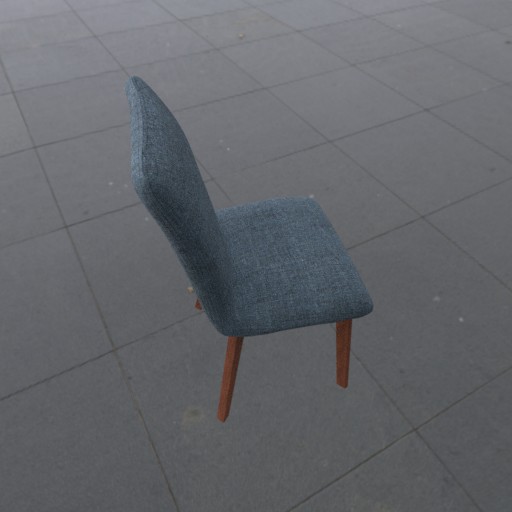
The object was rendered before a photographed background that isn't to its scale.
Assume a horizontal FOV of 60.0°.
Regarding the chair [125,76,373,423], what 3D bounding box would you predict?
[{"bbox_3d":[0.000,0.000,1.312,0.563,0.974,0.522,-10,47,-10],"label":"chair"}]
